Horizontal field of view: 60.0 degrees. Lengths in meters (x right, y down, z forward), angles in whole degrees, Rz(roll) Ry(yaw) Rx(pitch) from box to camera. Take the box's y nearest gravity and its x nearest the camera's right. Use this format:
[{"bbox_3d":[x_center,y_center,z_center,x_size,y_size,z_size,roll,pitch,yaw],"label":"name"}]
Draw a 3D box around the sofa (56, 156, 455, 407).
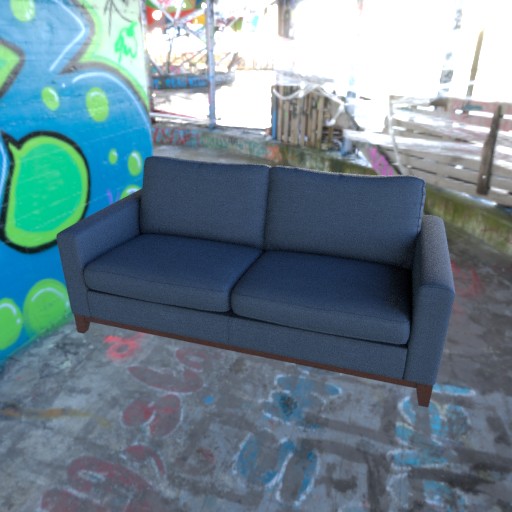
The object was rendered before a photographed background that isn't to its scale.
[{"bbox_3d":[0.000,0.000,2.401,1.900,0.865,0.877,8,27,16],"label":"sofa"}]
